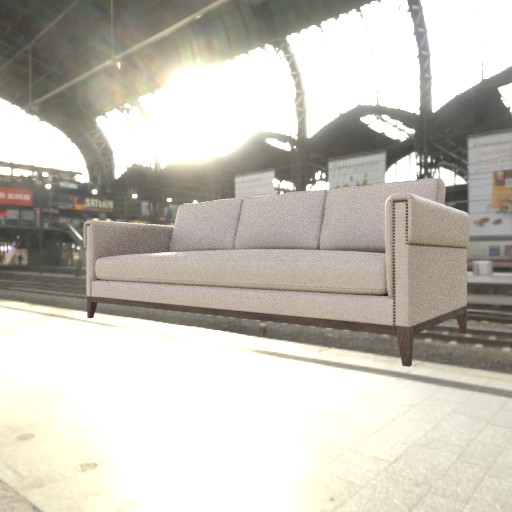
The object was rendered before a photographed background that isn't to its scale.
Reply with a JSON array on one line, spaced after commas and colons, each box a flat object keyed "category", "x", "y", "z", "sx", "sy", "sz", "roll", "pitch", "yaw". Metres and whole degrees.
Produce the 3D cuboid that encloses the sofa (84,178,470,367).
[{"category": "sofa", "x": 0.000, "y": 0.000, "z": 2.695, "sx": 2.210, "sy": 0.838, "sz": 0.959, "roll": 0, "pitch": 0, "yaw": 37}]
